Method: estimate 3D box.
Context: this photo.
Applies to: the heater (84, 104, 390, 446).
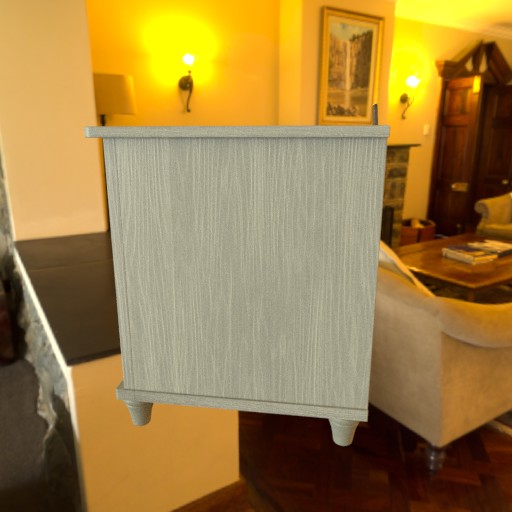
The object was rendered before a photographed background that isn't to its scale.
[{"bbox_3d":[0.000,0.000,0.747,0.400,0.481,0.362,2,15,8],"label":"heater"}]
